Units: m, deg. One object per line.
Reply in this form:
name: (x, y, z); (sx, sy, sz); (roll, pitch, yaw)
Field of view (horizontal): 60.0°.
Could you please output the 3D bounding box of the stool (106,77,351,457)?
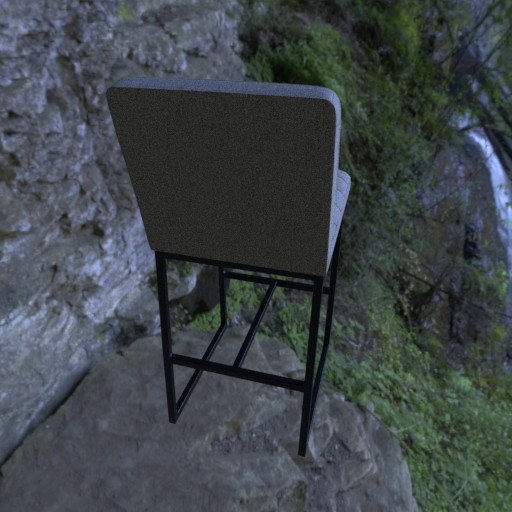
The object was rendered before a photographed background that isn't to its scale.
stool: (0.000, 0.000, 1.287); (0.459, 1.034, 0.571); (8, 32, 14)
